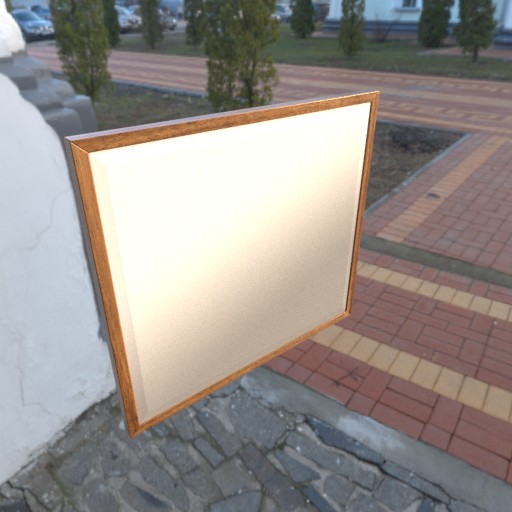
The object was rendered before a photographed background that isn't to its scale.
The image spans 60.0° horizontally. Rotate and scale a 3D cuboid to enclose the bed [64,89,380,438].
[{"bbox_3d":[0.000,0.000,1.465,1.041,0.940,0.043,-21,36,-33],"label":"bed"}]
